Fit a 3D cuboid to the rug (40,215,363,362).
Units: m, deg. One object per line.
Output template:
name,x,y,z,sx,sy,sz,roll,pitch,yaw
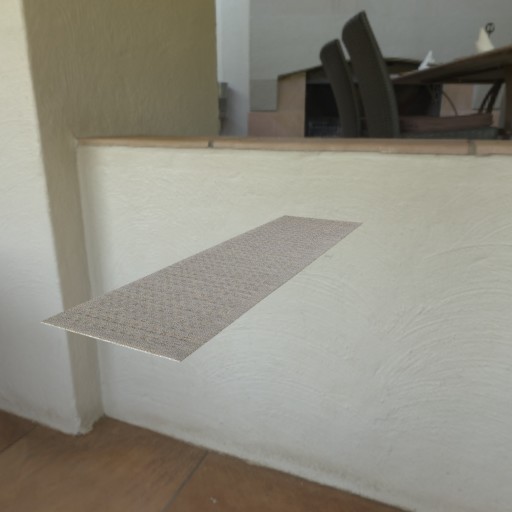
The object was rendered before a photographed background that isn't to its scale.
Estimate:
rug,0.000,0.000,2.656,0.688,0.005,2.437,8,18,26
